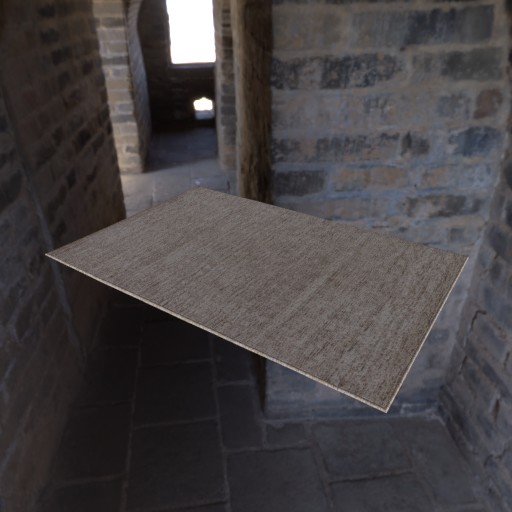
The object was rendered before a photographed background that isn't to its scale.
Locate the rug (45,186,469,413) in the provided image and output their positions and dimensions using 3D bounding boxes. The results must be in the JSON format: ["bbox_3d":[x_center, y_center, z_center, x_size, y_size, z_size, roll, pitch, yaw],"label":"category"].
[{"bbox_3d":[0.000,0.000,2.289,1.822,0.018,1.211,18,34,29],"label":"rug"}]
